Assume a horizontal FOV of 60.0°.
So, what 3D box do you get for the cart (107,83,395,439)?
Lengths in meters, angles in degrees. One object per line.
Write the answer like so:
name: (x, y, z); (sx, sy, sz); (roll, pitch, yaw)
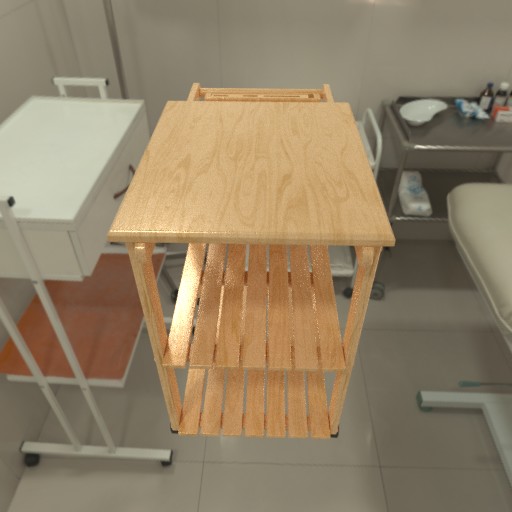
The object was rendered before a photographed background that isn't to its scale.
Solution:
cart: (0.000, 0.000, 1.361); (0.520, 0.816, 0.843); (1, 41, 1)
